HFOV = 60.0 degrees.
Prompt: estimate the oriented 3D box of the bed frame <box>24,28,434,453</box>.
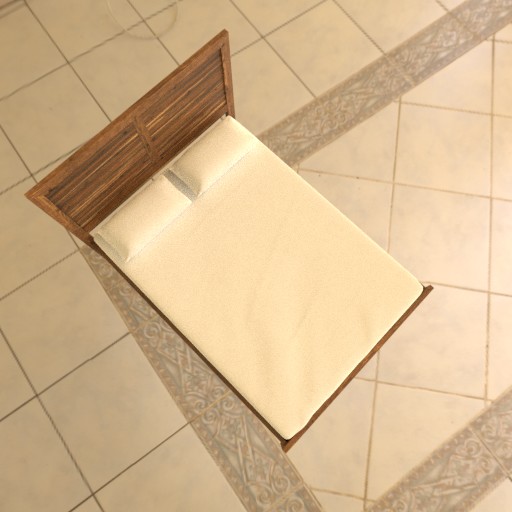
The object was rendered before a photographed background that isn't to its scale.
[{"bbox_3d":[0.000,0.000,3.310,2.276,1.417,1.696,44,79,11],"label":"bed frame"}]
